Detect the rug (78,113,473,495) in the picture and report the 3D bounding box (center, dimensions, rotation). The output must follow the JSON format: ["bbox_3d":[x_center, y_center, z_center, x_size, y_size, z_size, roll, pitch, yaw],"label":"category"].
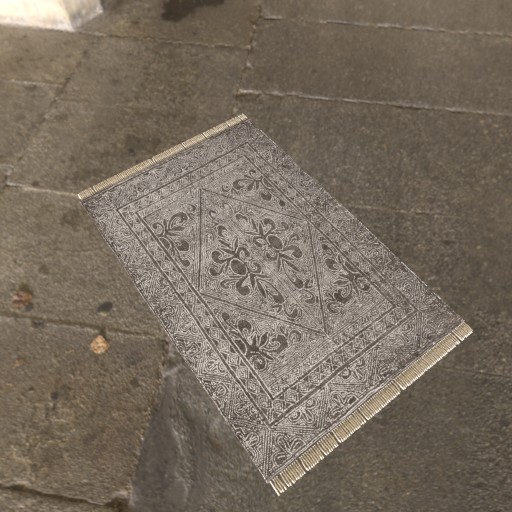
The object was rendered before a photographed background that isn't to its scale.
[{"bbox_3d":[0.000,0.000,2.989,1.529,0.010,2.440,-32,63,-18],"label":"rug"}]
